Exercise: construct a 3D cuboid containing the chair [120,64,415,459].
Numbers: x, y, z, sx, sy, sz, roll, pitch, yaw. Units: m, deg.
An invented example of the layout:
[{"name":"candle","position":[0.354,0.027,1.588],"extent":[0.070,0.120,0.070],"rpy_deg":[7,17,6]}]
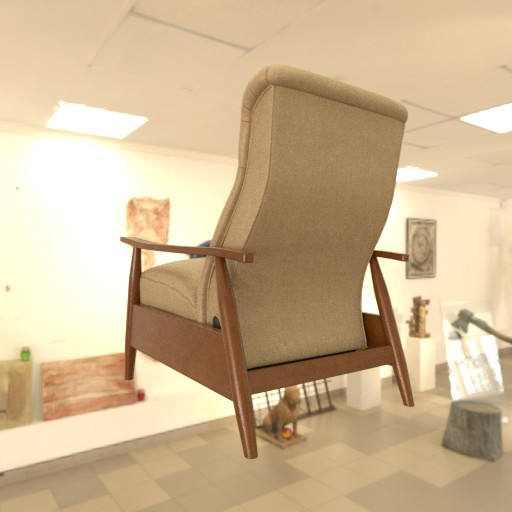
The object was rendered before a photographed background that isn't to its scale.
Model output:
[{"name":"chair","position":[0.000,0.000,1.777],"extent":[0.762,1.082,1.030],"rpy_deg":[0,0,-36]}]
